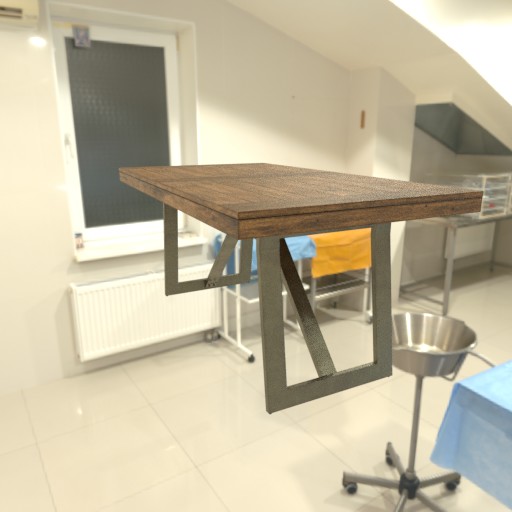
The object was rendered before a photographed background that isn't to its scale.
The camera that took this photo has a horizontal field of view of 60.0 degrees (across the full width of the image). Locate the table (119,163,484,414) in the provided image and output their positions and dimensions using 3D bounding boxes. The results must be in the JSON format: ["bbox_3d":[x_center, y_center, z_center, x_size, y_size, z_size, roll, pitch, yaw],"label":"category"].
[{"bbox_3d":[0.000,0.000,2.134,0.931,0.757,1.641,-8,17,-26],"label":"table"}]
